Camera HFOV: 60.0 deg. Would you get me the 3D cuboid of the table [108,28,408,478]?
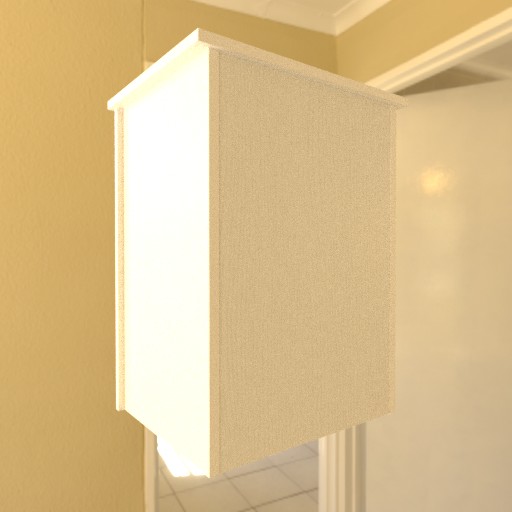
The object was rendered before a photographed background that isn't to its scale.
[{"bbox_3d":[0.000,0.000,0.908,0.480,0.635,0.381,-1,1,-37],"label":"table"}]
